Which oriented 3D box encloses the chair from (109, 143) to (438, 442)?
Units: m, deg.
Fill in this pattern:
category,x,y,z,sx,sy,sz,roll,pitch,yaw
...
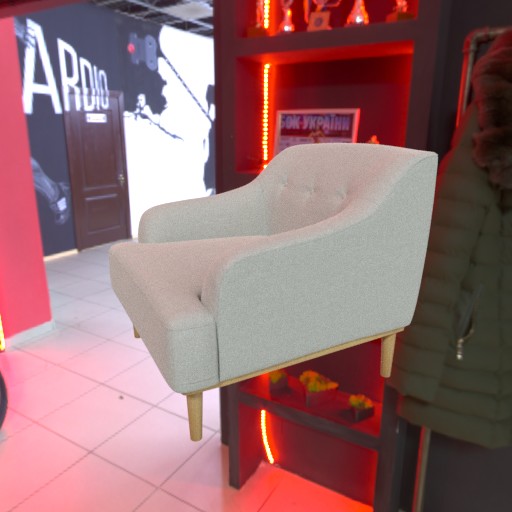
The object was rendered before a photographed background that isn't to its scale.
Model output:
category,x,y,z,sx,sy,sz,roll,pitch,yaw
chair,0.000,0.000,1.670,0.951,0.818,0.946,-8,17,-26
